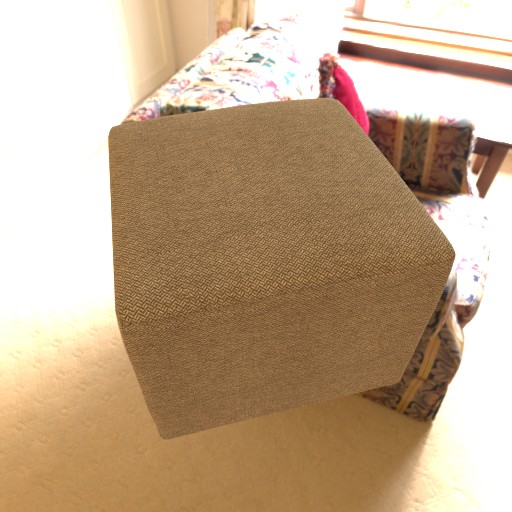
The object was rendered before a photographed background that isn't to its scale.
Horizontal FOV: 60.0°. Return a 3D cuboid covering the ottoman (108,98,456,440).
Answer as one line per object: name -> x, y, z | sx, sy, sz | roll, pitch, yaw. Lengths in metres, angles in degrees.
ottoman -> 0.000, 0.000, 0.920 | 0.512, 0.453, 0.519 | -10, 47, -10
